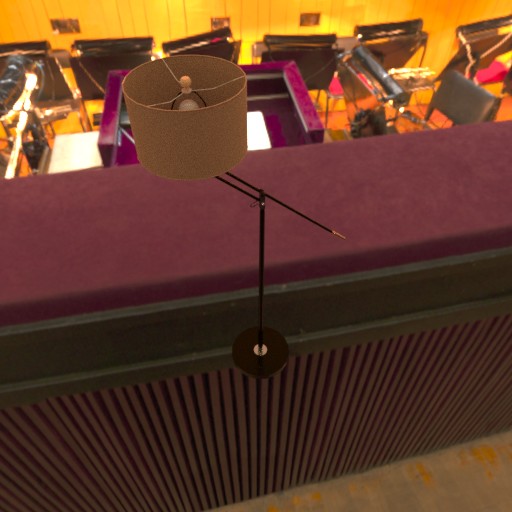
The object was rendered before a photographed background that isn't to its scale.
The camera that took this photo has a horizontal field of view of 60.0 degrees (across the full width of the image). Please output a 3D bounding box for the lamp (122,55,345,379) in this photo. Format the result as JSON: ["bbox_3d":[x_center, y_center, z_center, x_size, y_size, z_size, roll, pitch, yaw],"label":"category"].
[{"bbox_3d":[0.000,0.000,1.951,0.809,1.635,0.373,-8,47,-7],"label":"lamp"}]
